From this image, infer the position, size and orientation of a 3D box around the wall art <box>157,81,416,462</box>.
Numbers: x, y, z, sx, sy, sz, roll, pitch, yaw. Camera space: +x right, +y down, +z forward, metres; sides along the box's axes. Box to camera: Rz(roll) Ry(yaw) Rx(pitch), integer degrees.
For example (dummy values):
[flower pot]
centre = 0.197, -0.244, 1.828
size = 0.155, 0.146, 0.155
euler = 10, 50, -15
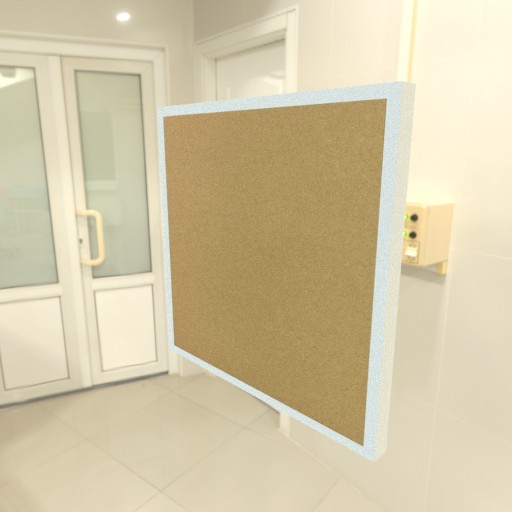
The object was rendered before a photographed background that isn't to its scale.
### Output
[wall art]
centre = 0.000, 0.000, 0.455
size = 0.020, 0.307, 0.307
euler = -13, 19, -43
